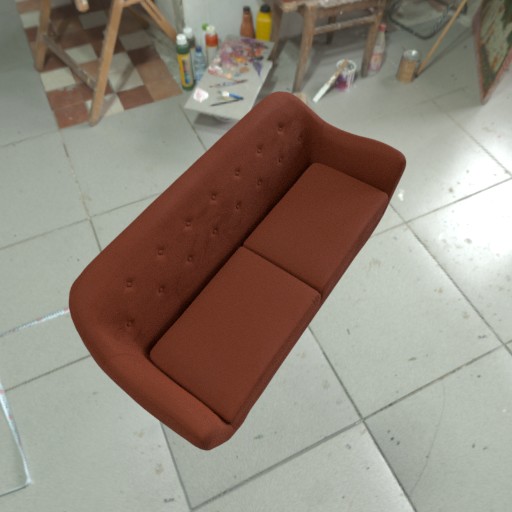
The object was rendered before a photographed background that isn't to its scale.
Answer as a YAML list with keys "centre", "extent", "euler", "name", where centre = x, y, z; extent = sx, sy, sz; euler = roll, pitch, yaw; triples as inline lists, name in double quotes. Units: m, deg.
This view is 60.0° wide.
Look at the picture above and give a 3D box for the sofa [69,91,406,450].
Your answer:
- centre: [0.000, 0.000, 2.325]
  extent: [0.820, 0.836, 1.840]
  euler: [31, 63, 18]
  name: "sofa"
